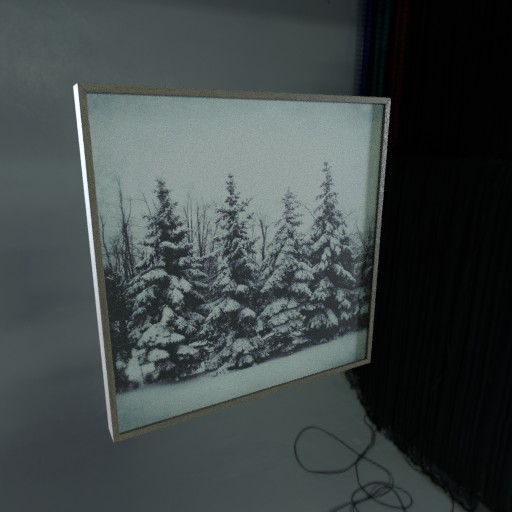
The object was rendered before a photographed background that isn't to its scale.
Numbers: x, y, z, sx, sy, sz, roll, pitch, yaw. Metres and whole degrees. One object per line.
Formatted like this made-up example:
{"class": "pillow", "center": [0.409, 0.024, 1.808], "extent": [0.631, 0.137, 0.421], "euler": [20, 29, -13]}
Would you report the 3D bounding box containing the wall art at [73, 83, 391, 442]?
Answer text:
{"class": "wall art", "center": [0.000, 0.000, 0.731], "extent": [0.507, 0.507, 0.037], "euler": [-8, 18, -27]}
